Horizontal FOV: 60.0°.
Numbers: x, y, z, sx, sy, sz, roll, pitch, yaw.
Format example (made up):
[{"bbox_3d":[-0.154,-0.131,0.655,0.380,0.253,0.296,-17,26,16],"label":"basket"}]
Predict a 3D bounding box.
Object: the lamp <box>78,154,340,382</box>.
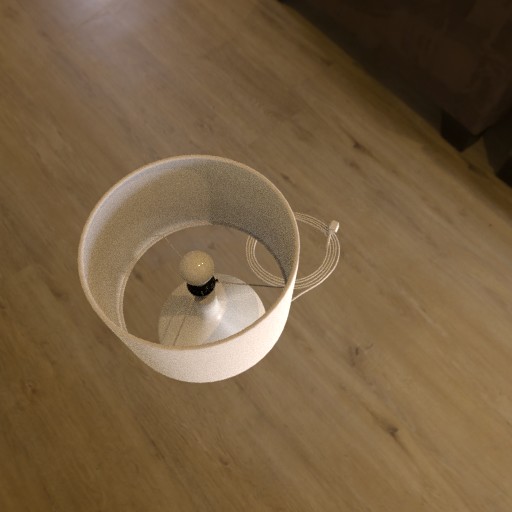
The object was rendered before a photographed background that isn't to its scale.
[{"bbox_3d":[0.000,0.000,0.855,0.546,0.457,0.401,-21,65,-10],"label":"lamp"}]
